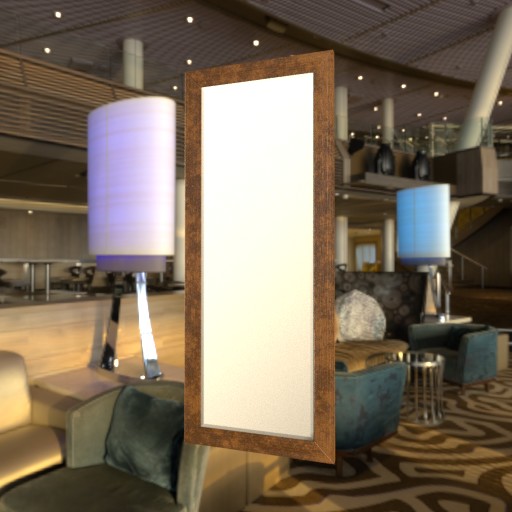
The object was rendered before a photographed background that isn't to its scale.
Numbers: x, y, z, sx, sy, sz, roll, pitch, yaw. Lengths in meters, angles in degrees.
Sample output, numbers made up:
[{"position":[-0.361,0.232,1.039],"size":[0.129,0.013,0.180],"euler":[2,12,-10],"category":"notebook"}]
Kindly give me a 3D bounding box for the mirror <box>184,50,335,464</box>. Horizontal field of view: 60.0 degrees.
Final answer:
[{"position":[0.000,0.000,2.316],"size":[0.812,2.031,0.032],"euler":[0,-1,18],"category":"mirror"}]
